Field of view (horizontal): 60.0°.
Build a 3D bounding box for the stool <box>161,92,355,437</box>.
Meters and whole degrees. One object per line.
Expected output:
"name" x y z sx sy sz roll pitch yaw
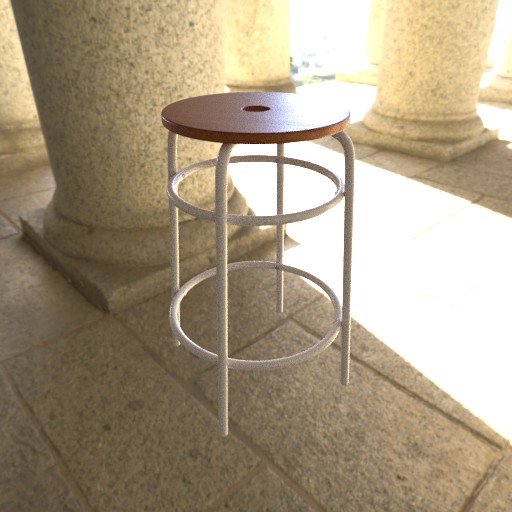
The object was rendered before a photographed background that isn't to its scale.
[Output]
"stool" 0.000 0.000 0.946 0.455 0.610 0.455 9 31 16
